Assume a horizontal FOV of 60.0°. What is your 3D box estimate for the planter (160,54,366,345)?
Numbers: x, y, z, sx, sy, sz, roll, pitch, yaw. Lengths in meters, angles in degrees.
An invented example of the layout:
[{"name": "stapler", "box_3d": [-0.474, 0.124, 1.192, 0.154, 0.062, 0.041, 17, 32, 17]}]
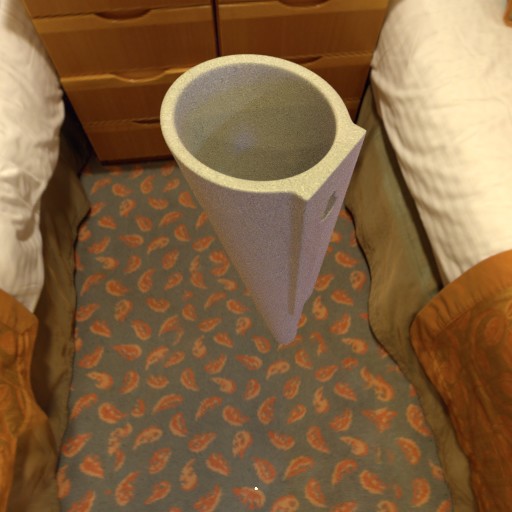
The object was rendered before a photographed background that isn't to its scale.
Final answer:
[{"name": "planter", "box_3d": [0.000, 0.000, 0.226, 0.064, 0.191, 0.057, 34, 67, 16]}]
